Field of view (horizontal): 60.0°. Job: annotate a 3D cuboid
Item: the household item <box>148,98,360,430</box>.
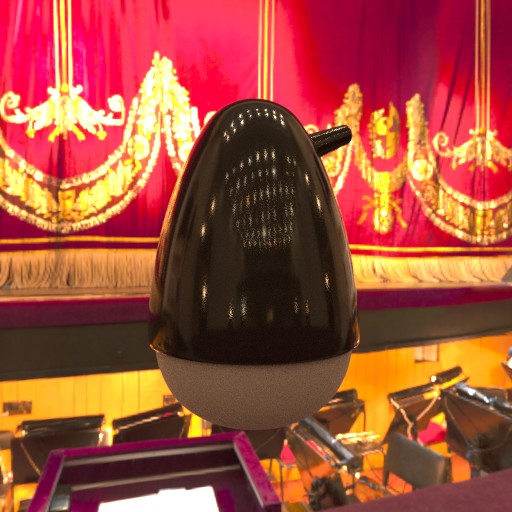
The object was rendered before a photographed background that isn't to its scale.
[{"bbox_3d":[0.000,0.000,0.219,0.104,0.152,0.102,0,1,-17],"label":"household item"}]
